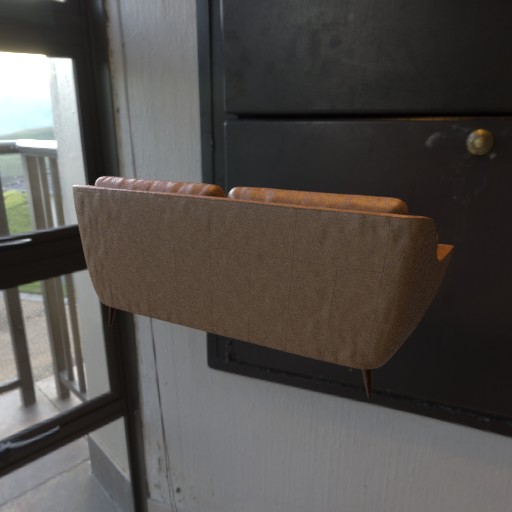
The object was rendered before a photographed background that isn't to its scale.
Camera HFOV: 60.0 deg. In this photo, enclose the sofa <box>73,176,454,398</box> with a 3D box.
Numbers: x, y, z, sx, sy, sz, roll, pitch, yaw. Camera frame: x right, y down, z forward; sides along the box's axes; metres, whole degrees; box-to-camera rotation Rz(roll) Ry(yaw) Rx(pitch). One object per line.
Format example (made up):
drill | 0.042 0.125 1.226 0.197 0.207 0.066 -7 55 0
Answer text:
sofa | 0.000 0.000 2.409 1.902 0.839 0.904 9 19 26
